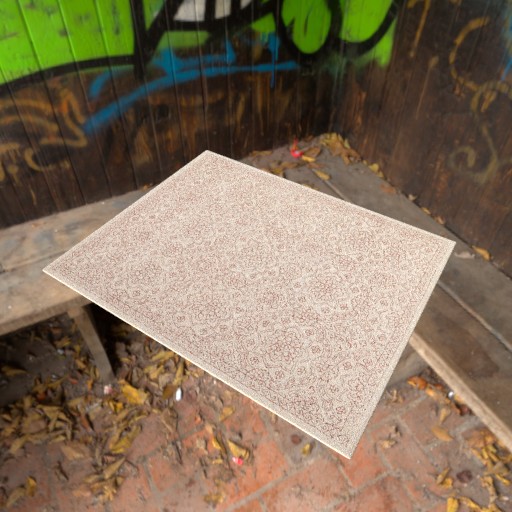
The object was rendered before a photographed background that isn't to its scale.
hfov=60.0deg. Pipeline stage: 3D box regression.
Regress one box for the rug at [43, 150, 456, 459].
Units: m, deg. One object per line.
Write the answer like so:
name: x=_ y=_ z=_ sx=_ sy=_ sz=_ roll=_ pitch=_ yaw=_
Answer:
rug: x=0.000 y=0.000 z=4.161 sx=3.050 sy=0.015 sz=2.441 roll=25 pitch=50 yaw=23
